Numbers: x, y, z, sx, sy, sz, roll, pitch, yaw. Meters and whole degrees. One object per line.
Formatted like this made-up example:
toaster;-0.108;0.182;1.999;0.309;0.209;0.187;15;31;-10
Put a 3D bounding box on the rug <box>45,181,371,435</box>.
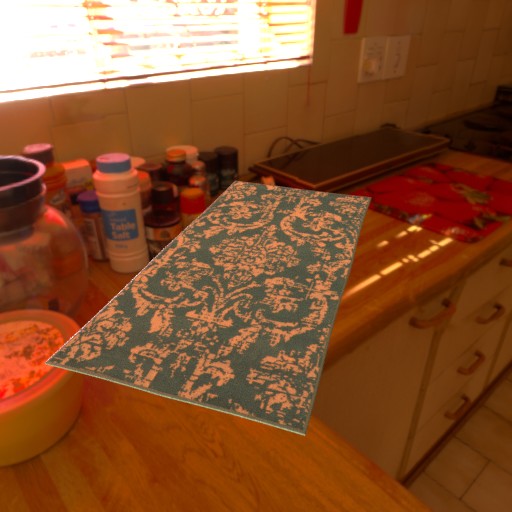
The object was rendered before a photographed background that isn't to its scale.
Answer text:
rug;0.000;0.000;1.421;0.604;0.007;1.219;10;32;16
